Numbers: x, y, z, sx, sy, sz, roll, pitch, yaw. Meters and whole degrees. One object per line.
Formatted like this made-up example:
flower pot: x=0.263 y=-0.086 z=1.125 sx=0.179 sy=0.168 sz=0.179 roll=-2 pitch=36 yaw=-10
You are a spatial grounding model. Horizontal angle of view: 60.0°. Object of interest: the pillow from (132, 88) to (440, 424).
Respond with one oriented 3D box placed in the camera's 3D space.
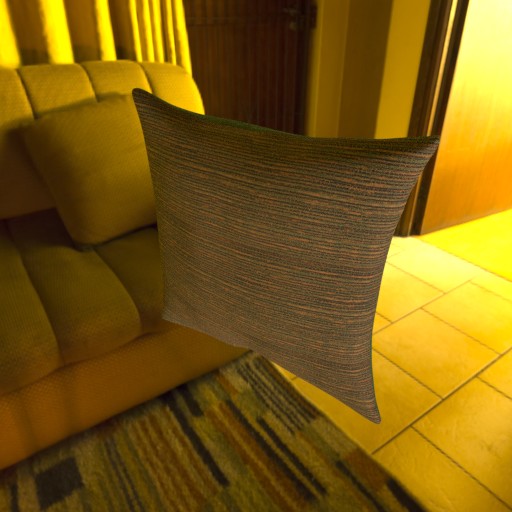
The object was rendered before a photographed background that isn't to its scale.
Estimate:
pillow: x=0.000 y=0.000 z=0.757 sx=0.514 sy=0.497 sz=0.150 roll=19 pitch=35 yaw=29
